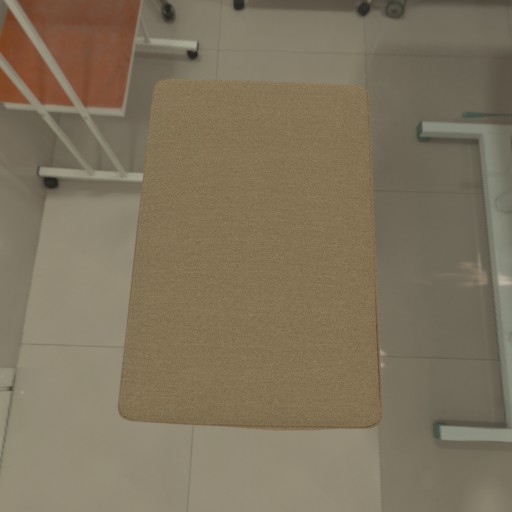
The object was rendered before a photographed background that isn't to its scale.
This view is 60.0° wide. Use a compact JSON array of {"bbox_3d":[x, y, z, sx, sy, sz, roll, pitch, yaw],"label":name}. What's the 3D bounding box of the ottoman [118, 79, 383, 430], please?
[{"bbox_3d":[0.000,0.000,1.331,0.636,0.521,0.945,2,75,0],"label":"ottoman"}]
